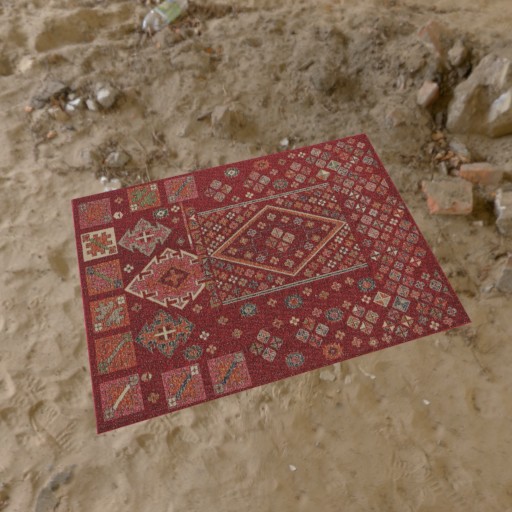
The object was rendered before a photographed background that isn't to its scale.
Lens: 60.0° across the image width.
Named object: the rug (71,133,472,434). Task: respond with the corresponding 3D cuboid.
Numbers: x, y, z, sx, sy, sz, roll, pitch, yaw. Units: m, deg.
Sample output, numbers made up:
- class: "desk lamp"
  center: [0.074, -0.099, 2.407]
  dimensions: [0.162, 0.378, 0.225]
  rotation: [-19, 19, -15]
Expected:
- class: "rug"
  center: [0.000, 0.000, 4.275]
  dimensions: [3.306, 0.011, 2.389]
  rotation: [-14, 62, -8]
